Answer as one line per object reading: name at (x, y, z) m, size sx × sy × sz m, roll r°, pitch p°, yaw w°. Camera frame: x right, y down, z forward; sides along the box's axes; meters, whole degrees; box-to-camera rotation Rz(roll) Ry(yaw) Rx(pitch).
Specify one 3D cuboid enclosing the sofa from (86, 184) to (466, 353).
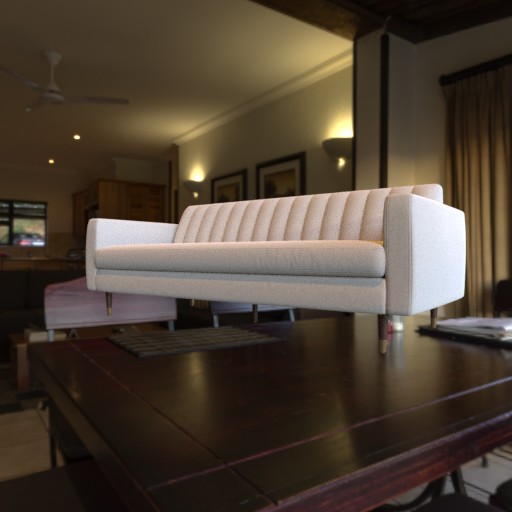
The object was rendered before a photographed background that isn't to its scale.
sofa at (0.000, 0.000, 2.772) m, size 2.291 × 0.821 × 0.990 m, roll 0°, pitch 0°, yaw 36°
